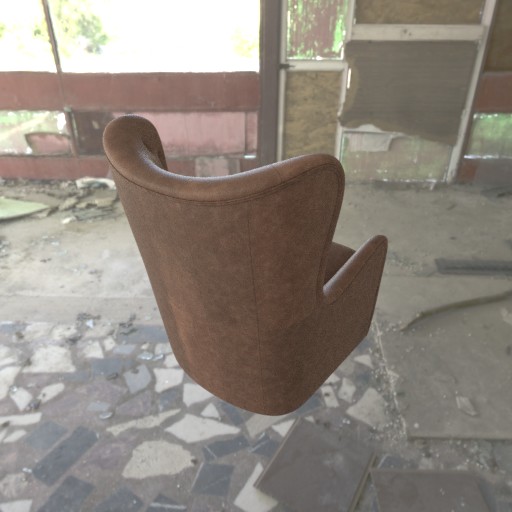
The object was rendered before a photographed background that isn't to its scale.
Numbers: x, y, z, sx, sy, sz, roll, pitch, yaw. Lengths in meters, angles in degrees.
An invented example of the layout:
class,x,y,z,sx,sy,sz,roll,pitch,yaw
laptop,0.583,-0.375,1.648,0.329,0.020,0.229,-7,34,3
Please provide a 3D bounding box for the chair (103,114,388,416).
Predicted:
class,x,y,z,sx,sy,sz,roll,pitch,yaw
chair,0.000,0.000,1.770,0.831,1.079,0.930,21,36,32
